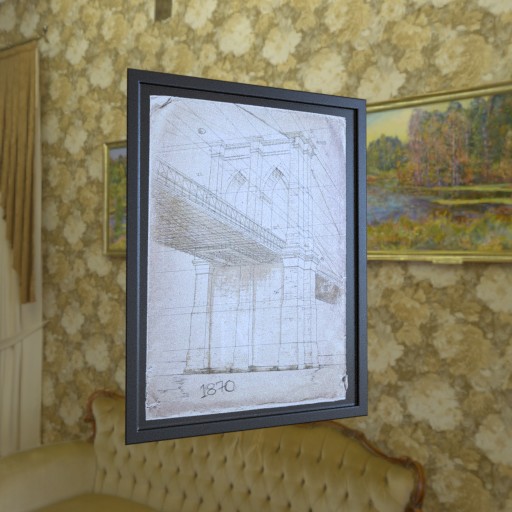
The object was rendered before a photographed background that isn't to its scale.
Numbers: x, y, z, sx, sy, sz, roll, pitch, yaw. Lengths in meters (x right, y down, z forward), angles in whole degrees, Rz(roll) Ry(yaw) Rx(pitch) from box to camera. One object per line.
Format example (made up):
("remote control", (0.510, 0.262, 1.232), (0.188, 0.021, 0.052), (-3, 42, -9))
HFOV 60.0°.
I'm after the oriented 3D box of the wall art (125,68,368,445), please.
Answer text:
("wall art", (0.000, 0.000, 0.853), (0.480, 0.657, 0.016), (0, -1, -18))
